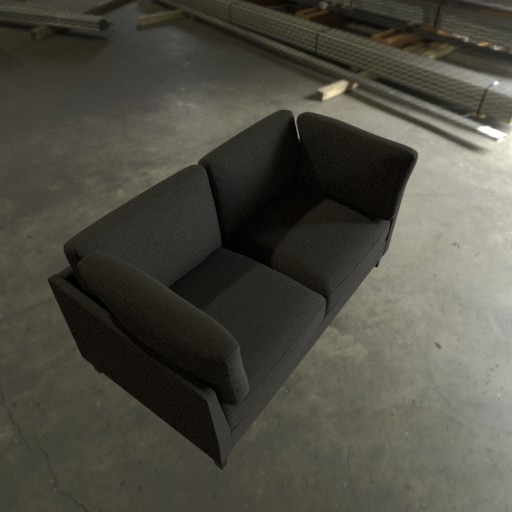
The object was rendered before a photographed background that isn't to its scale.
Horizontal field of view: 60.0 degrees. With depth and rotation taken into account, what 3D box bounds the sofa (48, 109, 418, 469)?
[{"bbox_3d":[0.000,0.000,2.334,0.969,0.920,1.751,26,48,26],"label":"sofa"}]
